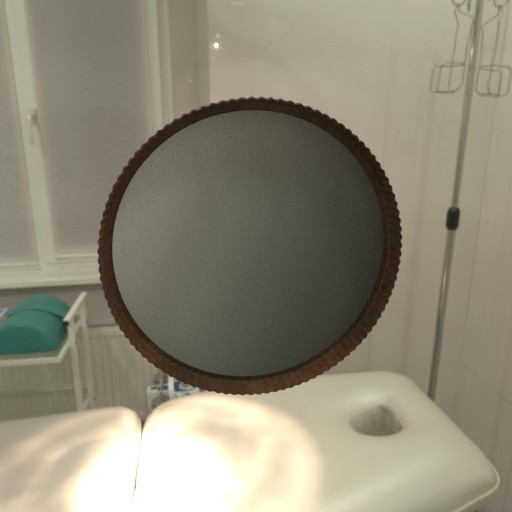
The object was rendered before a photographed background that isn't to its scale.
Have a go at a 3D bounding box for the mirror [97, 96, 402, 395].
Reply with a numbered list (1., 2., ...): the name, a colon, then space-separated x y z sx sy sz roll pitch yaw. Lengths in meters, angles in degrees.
1. mirror: 0.000 0.000 0.900 0.609 0.609 0.056 -3 16 -9
